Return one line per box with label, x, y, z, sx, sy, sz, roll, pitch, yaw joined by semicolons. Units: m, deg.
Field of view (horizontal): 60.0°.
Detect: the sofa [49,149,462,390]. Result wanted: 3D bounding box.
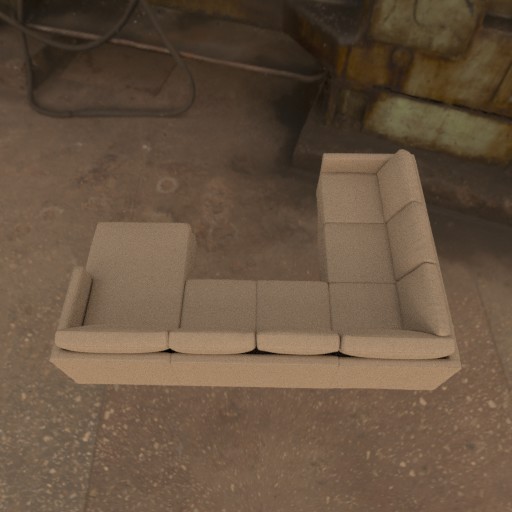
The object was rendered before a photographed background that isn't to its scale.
sofa;0.000;0.000;4.506;3.460;0.882;2.427;1;58;1
